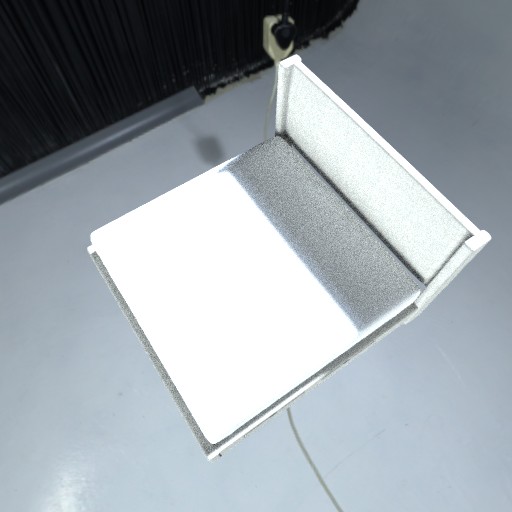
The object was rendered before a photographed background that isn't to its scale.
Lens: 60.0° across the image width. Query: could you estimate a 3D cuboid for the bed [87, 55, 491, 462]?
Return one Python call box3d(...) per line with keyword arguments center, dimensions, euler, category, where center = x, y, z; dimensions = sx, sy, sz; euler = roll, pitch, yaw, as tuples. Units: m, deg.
box3d(center=(0.000, 0.000, 3.641), dimensions=(2.280, 1.470, 2.140), euler=(-31, 67, -15), category="bed")
